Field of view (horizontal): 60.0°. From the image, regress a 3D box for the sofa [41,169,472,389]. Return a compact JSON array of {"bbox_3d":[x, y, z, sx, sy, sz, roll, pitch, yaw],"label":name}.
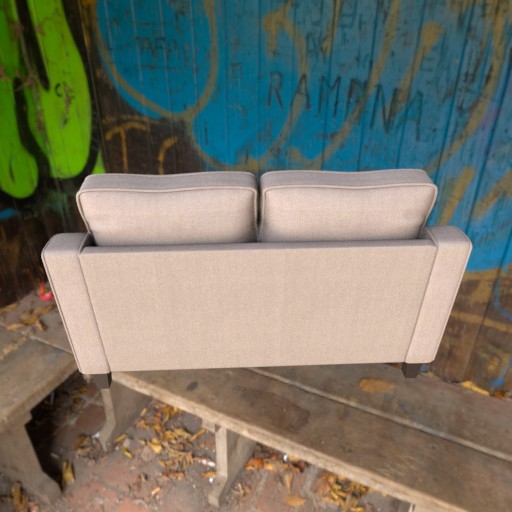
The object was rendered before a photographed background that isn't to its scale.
[{"bbox_3d":[0.000,0.000,1.995,1.500,0.948,0.791,-1,30,-2],"label":"sofa"}]
